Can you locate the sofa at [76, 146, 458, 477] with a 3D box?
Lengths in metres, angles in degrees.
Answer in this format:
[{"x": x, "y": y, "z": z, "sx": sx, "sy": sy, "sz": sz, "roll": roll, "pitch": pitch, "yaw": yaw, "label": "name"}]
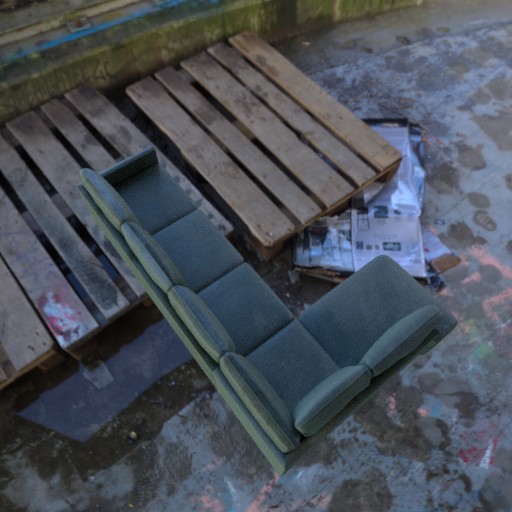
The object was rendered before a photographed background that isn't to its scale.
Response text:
[{"x": 0.000, "y": 0.000, "z": 4.368, "sx": 2.048, "sy": 0.996, "sz": 3.384, "roll": -34, "pitch": 65, "yaw": -18, "label": "sofa"}]
